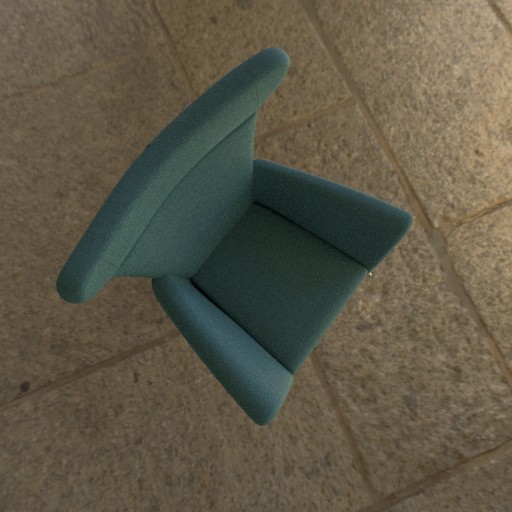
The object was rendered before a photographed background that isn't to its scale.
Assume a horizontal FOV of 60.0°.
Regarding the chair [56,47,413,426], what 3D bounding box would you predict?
[{"bbox_3d":[0.000,0.000,1.749,0.900,0.980,1.050,37,79,8],"label":"chair"}]
